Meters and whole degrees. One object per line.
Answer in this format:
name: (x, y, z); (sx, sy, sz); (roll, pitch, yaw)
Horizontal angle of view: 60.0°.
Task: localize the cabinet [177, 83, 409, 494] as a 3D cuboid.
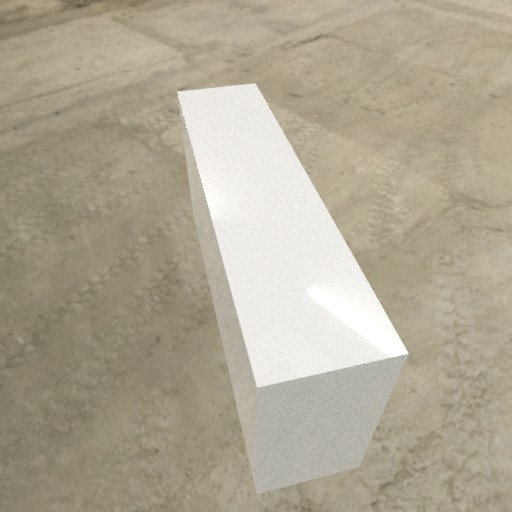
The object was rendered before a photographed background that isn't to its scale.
cabinet: (0.000, 0.000, 1.948); (0.400, 0.800, 1.650); (-10, 46, -10)
